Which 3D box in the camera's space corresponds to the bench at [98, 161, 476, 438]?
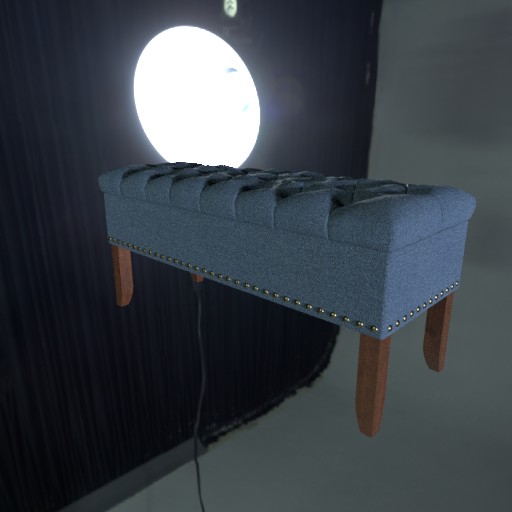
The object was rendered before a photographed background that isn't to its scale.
[{"bbox_3d":[0.000,0.000,1.305,1.052,0.492,0.417,15,23,41],"label":"bench"}]
